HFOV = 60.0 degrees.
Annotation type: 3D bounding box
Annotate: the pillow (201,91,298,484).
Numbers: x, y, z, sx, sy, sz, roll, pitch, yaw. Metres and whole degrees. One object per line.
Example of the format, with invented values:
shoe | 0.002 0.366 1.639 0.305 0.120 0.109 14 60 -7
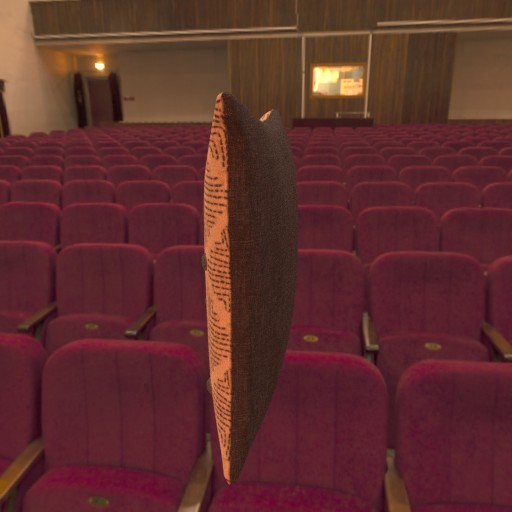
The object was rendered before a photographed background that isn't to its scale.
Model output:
pillow | 0.000 0.000 0.779 0.145 0.510 0.510 2 16 8
